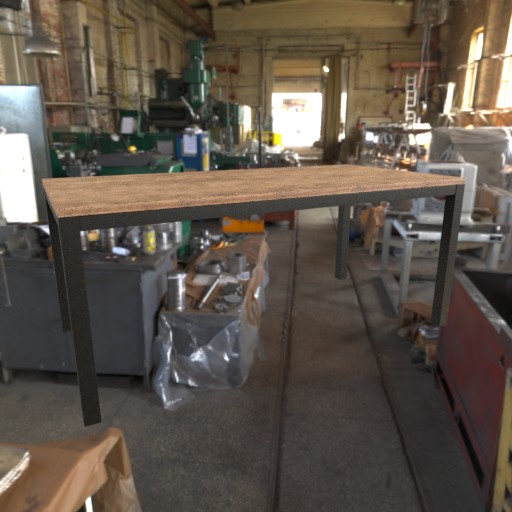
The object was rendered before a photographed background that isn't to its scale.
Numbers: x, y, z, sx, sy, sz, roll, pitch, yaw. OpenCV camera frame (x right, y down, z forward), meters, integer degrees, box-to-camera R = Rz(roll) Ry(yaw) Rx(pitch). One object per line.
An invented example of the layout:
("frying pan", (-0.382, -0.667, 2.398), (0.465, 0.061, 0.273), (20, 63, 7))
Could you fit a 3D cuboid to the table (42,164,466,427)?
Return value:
("table", (0.000, 0.000, 2.210), (1.805, 0.767, 0.893), (-8, 18, -26))
